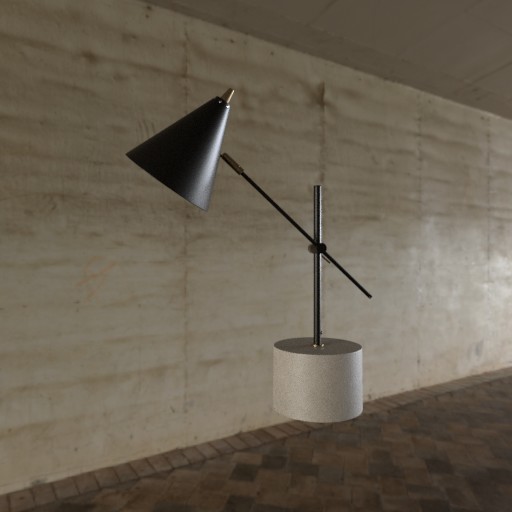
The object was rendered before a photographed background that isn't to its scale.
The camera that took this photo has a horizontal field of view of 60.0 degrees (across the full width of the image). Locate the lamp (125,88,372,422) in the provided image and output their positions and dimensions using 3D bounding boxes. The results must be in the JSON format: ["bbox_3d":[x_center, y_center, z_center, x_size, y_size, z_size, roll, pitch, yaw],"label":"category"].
[{"bbox_3d":[0.000,0.000,0.732,0.403,0.518,0.214,0,0,0],"label":"lamp"}]
